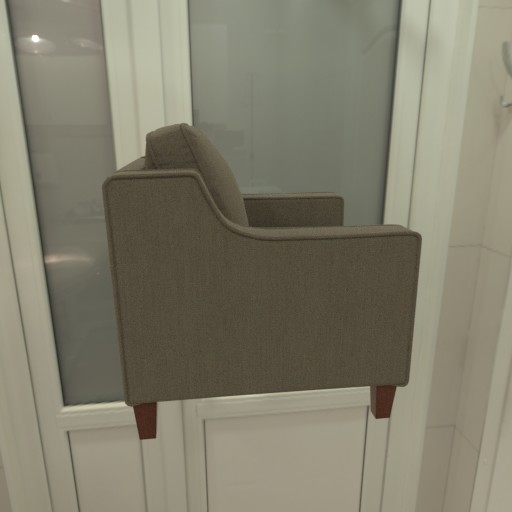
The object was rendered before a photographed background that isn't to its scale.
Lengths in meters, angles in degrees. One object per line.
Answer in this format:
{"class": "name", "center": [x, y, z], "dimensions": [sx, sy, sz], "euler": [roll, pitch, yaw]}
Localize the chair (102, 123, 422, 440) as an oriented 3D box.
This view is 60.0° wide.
{"class": "chair", "center": [0.000, 0.000, 1.673], "dimensions": [0.909, 0.960, 0.831], "euler": [-2, 16, -7]}
